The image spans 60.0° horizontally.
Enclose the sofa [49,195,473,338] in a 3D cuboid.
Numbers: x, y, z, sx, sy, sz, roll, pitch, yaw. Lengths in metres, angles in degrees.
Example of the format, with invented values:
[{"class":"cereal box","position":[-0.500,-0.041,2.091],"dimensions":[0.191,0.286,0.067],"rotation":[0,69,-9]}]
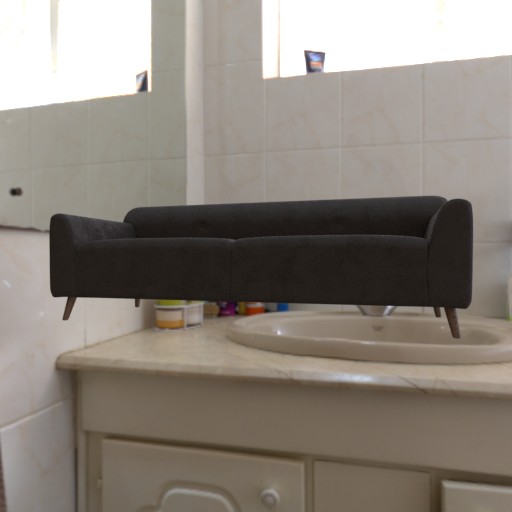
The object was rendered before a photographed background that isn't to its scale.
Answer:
[{"class":"sofa","position":[0.000,0.000,2.611],"dimensions":[2.190,0.740,0.900],"rotation":[0,-1,17]}]
